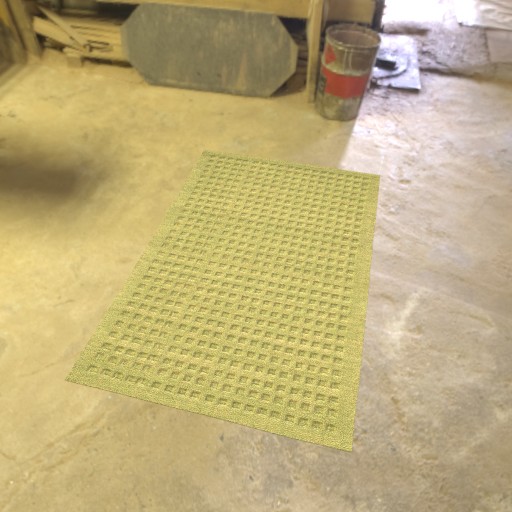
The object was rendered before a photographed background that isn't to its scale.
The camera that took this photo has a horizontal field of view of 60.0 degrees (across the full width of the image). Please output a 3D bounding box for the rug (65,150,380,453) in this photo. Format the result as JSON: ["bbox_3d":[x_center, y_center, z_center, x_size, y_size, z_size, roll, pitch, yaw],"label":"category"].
[{"bbox_3d":[0.000,0.000,3.011,1.529,0.007,2.297,10,47,10],"label":"rug"}]
